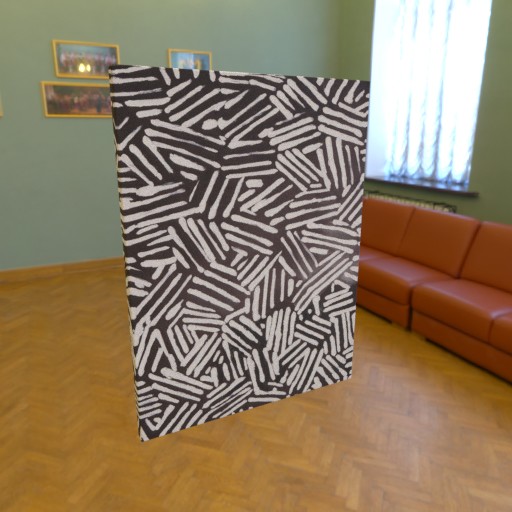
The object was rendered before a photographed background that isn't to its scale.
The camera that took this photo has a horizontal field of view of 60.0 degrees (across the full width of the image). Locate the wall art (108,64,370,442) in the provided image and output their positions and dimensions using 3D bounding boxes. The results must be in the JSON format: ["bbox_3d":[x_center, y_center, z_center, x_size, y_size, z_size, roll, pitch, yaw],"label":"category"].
[{"bbox_3d":[0.000,0.000,1.332,0.765,1.017,0.038,-8,17,-26],"label":"wall art"}]
